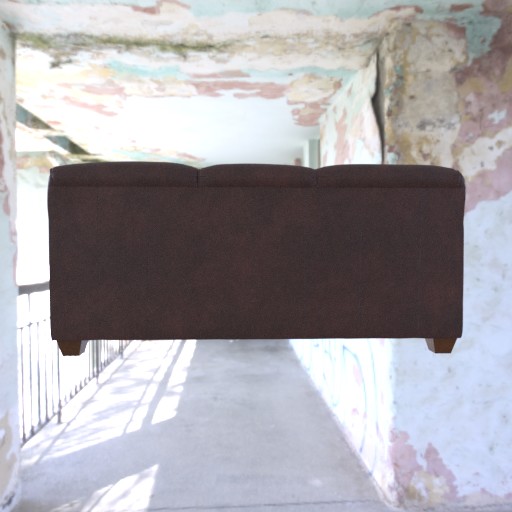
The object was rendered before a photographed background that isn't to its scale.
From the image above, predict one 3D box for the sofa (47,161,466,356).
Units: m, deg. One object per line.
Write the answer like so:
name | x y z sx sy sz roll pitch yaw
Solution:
sofa | 0.000 0.000 2.604 2.039 0.953 1.008 0 2 -2
